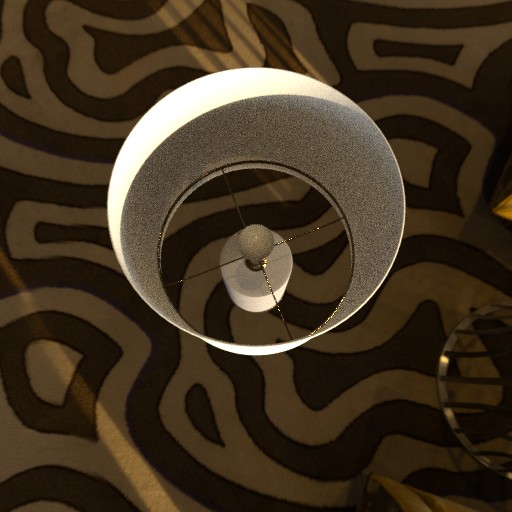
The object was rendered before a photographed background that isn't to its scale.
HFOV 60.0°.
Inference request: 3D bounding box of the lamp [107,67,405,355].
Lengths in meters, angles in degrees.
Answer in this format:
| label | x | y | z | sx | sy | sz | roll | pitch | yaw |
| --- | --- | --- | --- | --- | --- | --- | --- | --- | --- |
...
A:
| label | x | y | z | sx | sy | sz | roll | pitch | yaw |
| --- | --- | --- | --- | --- | --- | --- | --- | --- | --- |
| lamp | 0.000 | 0.000 | 0.525 | 0.229 | 0.380 | 0.229 | 0 | 76 | 0 |
